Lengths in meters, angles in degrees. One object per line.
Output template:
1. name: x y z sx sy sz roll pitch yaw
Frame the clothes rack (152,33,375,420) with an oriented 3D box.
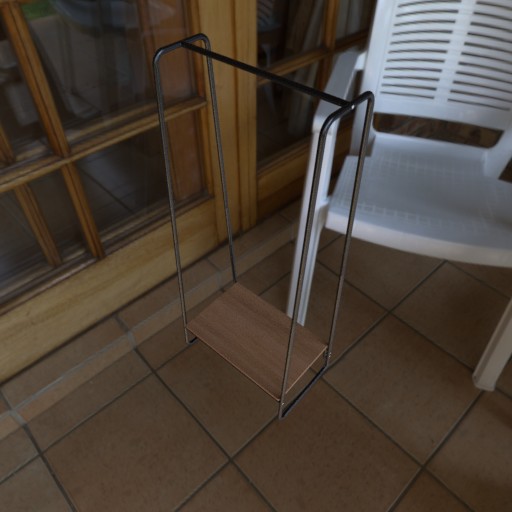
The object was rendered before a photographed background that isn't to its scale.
1. clothes rack: 0.000 0.000 1.770 0.640 1.500 0.400 32 54 27
